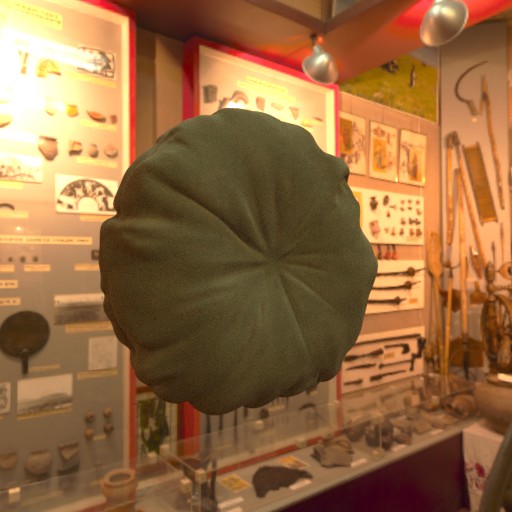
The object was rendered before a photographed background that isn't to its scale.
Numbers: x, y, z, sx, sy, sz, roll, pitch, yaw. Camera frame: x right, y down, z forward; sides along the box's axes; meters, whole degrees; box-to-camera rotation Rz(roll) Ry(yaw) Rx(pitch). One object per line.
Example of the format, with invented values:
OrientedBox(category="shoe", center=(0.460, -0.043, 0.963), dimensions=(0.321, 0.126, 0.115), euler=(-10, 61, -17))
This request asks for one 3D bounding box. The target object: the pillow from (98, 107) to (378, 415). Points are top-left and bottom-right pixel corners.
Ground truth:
OrientedBox(category="pillow", center=(0.000, 0.000, 0.628), dimensions=(0.428, 0.407, 0.148), euler=(1, -2, -35))
